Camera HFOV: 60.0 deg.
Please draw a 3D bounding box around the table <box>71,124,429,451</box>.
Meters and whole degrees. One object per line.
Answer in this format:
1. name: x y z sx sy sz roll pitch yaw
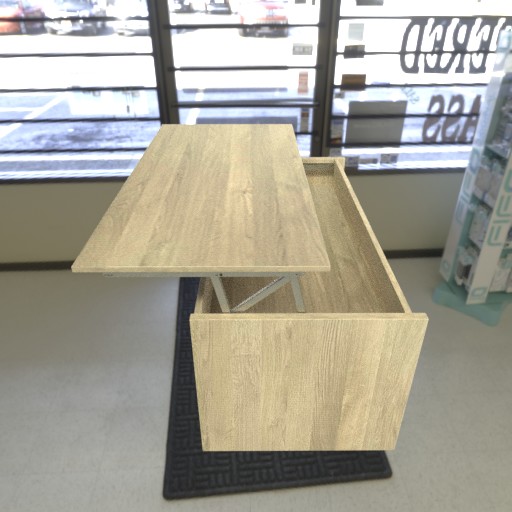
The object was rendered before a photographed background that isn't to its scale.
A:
1. table: 0.000 0.000 1.422 0.712 0.570 1.000 0 32 0
